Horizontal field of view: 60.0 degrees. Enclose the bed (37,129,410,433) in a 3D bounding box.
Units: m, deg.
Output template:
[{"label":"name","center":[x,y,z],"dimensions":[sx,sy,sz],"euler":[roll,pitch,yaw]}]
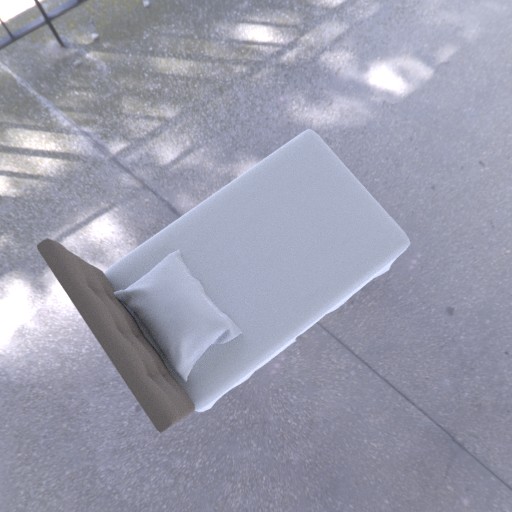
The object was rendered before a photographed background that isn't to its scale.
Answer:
[{"label":"bed","center":[0.000,0.000,3.039],"dimensions":[1.997,1.571,1.261],"euler":[-36,78,-9]}]
